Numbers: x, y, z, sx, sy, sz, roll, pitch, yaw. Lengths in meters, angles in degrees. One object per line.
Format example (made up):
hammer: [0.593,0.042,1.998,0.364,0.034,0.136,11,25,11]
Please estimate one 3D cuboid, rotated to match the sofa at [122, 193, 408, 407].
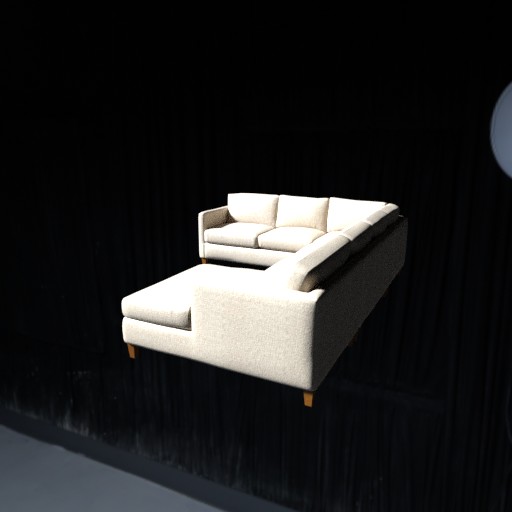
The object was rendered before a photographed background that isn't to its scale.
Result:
sofa: [0.000,0.000,4.714,2.594,0.961,3.460,7,16,26]
